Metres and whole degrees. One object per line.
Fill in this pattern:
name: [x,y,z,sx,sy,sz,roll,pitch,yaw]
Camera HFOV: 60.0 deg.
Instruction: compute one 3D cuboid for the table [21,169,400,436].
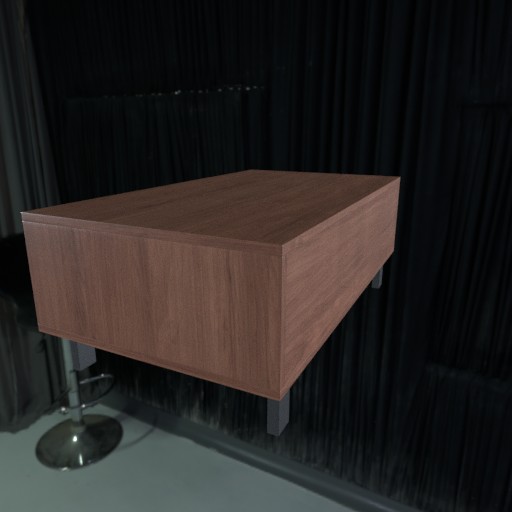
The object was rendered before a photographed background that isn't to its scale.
table: [0.000,0.000,1.272,0.600,0.380,1.020,8,18,26]
